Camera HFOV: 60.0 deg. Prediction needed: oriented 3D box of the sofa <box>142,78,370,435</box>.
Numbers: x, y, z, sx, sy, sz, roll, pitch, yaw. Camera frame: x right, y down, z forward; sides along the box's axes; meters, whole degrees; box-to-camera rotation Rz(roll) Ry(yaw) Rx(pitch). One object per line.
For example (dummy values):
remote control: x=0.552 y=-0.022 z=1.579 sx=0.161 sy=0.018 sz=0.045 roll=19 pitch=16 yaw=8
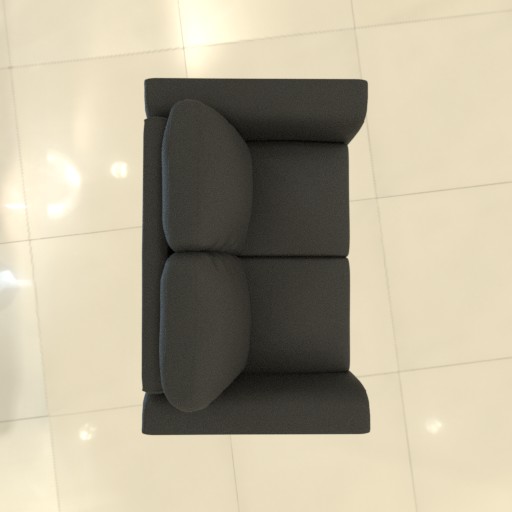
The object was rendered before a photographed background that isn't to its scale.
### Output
sofa: x=0.000 y=0.000 z=1.910 sx=0.887 sy=0.845 sz=1.386 roll=0 pitch=88 yaw=-1
